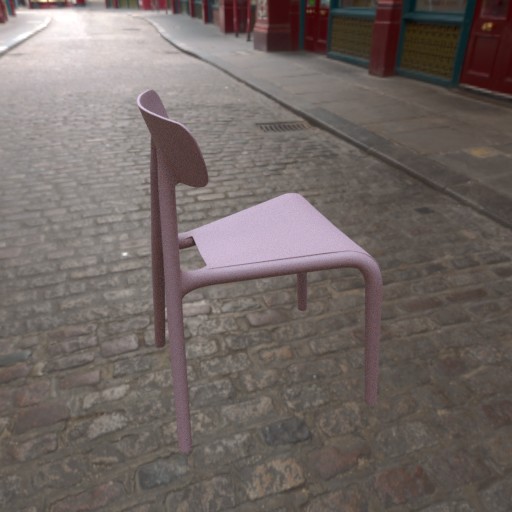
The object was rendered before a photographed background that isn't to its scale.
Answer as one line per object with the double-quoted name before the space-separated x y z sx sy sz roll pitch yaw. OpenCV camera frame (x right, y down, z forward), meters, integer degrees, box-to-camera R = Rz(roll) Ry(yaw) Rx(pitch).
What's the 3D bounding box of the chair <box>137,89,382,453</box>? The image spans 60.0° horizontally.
"chair" 0.000 0.000 0.841 0.401 0.580 0.356 -10 32 -17
